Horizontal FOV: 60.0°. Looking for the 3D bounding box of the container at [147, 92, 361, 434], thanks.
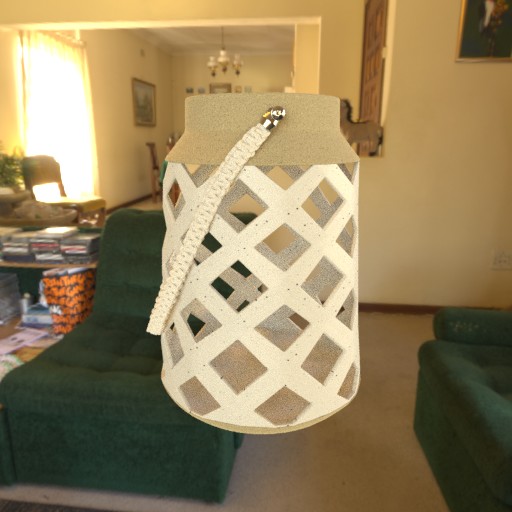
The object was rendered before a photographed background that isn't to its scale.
[{"bbox_3d":[0.000,0.000,0.343,0.172,0.229,0.163,-3,15,-10],"label":"container"}]
